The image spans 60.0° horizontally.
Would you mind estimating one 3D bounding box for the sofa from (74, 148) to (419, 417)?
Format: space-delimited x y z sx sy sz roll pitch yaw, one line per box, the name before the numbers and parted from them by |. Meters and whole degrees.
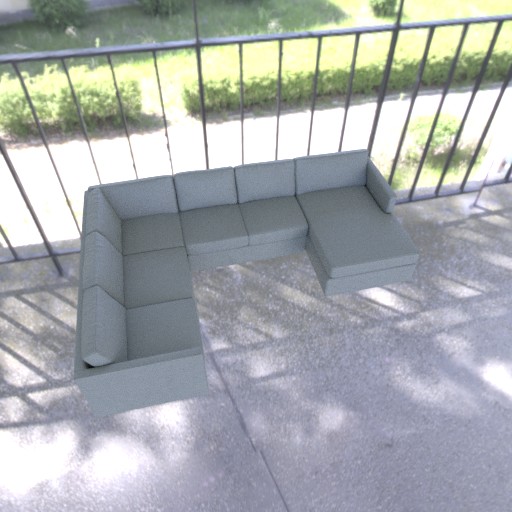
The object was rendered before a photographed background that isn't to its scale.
sofa | 0.000 0.000 4.669 3.460 0.882 2.427 -10 47 -9
